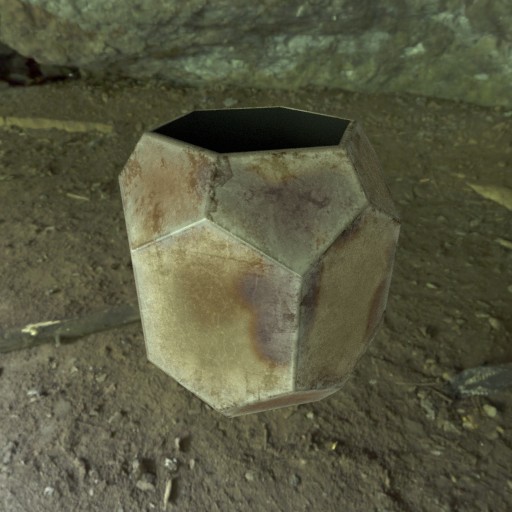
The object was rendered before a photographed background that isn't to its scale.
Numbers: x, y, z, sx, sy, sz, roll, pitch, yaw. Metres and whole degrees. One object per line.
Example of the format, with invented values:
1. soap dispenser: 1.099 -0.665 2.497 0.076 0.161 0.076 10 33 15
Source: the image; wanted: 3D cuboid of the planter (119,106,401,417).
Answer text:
1. planter: 0.000 0.000 0.411 0.243 0.238 0.221 8 30 14
